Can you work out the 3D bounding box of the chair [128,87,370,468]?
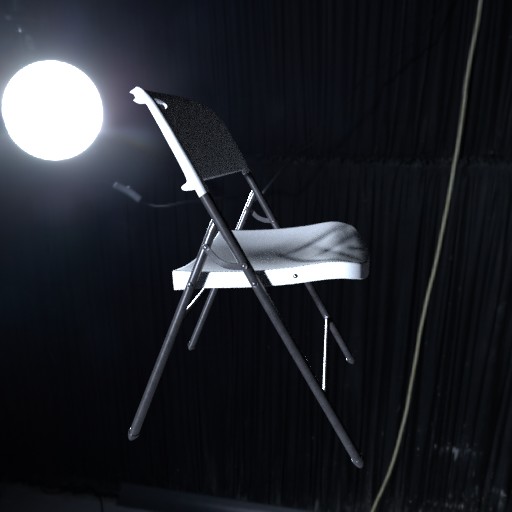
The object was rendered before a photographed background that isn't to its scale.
[{"bbox_3d":[0.000,0.000,1.143,0.566,0.810,0.494,3,16,9],"label":"chair"}]
